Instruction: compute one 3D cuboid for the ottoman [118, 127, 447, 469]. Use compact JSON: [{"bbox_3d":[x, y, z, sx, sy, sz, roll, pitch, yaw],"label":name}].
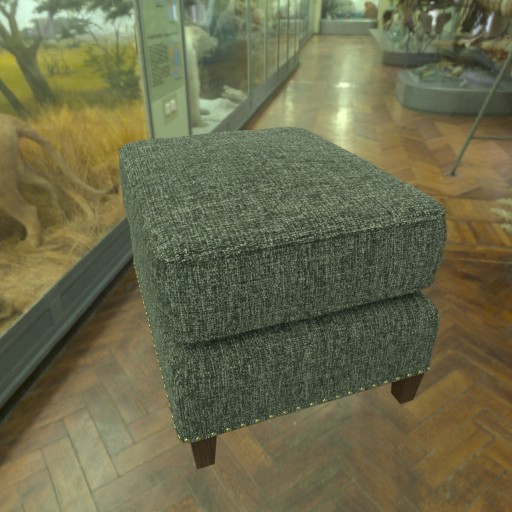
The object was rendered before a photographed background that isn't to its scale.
[{"bbox_3d":[0.000,0.000,1.130,0.589,0.537,0.738,-10,31,-17],"label":"ottoman"}]
